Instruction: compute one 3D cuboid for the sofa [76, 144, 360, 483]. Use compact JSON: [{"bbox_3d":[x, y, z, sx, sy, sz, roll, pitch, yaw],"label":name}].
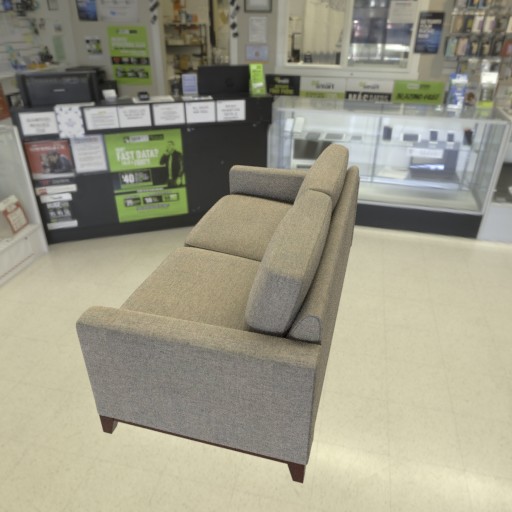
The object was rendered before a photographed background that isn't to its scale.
[{"bbox_3d":[0.000,0.000,2.477,0.969,0.892,1.978,8,31,14],"label":"sofa"}]
